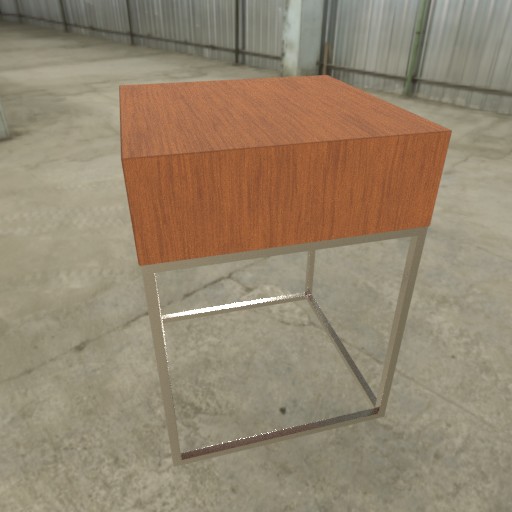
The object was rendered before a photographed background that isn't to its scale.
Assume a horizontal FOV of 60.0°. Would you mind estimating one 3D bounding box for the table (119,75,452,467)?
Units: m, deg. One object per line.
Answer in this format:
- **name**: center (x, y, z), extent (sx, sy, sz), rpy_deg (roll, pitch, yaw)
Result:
- **table**: center (0.000, 0.000, 0.811), extent (0.398, 0.540, 0.397), rpy_deg (-8, 33, -13)
